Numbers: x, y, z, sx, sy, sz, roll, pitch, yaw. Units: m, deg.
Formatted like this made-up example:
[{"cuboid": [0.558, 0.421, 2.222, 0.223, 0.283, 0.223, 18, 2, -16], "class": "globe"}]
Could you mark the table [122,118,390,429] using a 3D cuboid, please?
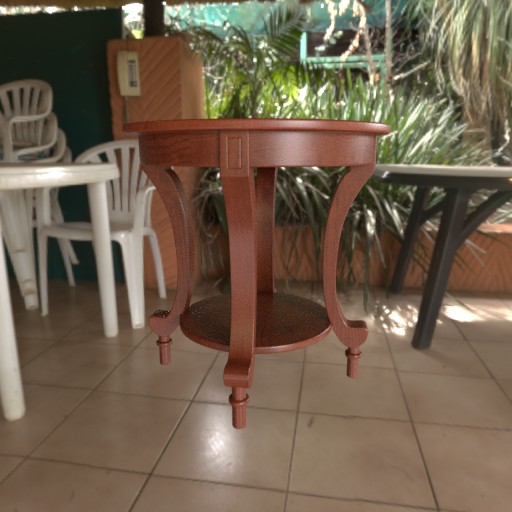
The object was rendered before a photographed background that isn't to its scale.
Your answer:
[{"cuboid": [0.000, 0.000, 1.097, 0.597, 0.612, 0.597, 0, 13, 0], "class": "table"}]
